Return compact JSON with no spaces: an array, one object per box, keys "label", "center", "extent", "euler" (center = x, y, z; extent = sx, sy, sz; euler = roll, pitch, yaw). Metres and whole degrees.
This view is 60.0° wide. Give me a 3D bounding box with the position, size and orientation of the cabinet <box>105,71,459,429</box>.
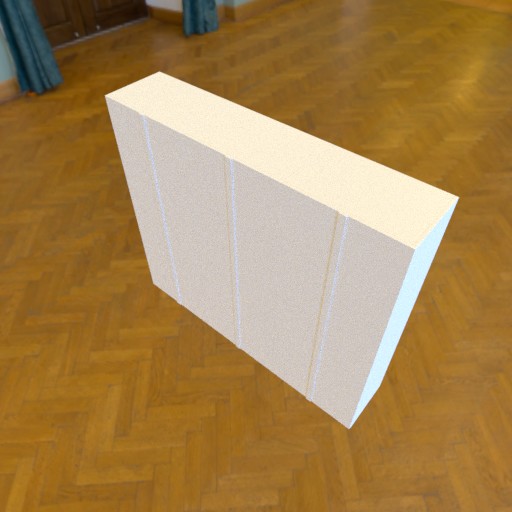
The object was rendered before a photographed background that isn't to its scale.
[{"label":"cabinet","center":[0.000,0.000,3.969],"extent":[2.700,2.370,0.590],"euler":[31,54,26]}]
